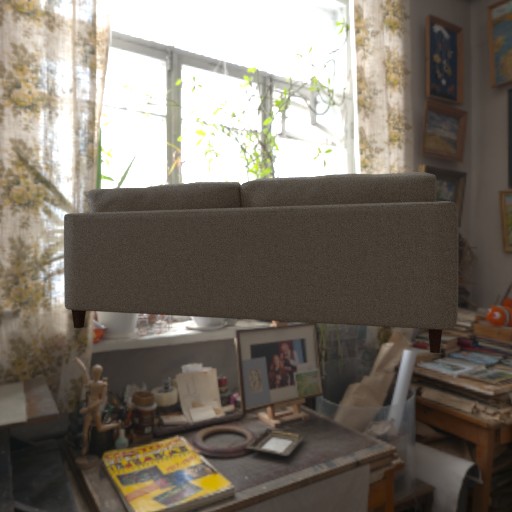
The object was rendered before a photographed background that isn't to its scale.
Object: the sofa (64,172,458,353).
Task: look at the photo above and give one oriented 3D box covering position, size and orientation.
[{"bbox_3d":[0.000,0.000,3.010,2.434,0.965,0.951,0,1,19],"label":"sofa"}]
